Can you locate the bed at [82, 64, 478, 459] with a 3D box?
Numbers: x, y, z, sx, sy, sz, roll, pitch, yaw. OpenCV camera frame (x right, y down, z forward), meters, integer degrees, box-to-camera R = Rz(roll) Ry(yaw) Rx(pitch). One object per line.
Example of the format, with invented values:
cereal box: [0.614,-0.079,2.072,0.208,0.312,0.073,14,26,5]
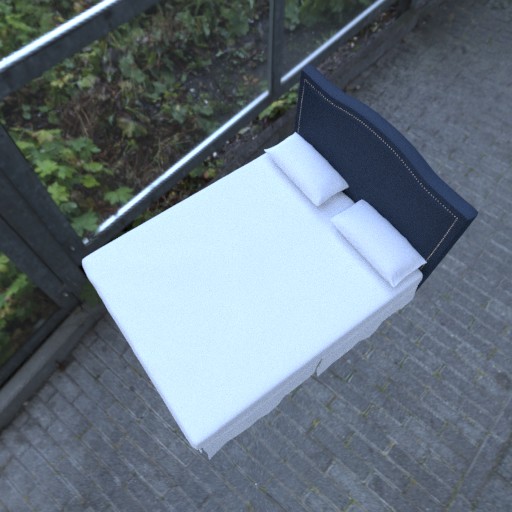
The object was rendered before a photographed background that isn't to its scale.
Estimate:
bed: [0.000,0.000,3.372,2.282,1.436,1.821,-33,67,-16]
